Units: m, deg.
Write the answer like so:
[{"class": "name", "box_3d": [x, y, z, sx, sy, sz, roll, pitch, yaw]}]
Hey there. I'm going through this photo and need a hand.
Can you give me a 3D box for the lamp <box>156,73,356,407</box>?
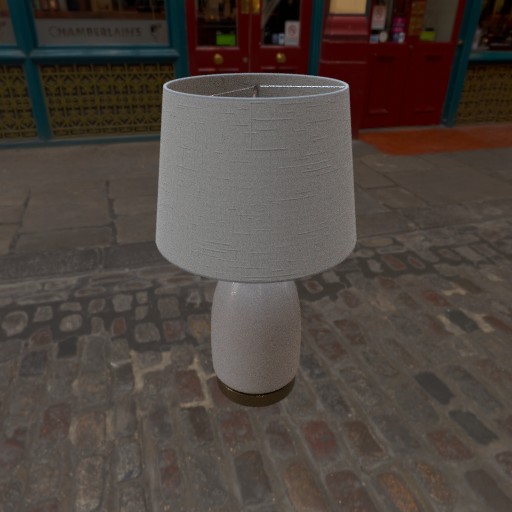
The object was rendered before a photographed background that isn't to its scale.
[{"class": "lamp", "box_3d": [0.000, 0.000, 0.661, 0.285, 0.483, 0.285, 0, 28, 0]}]
